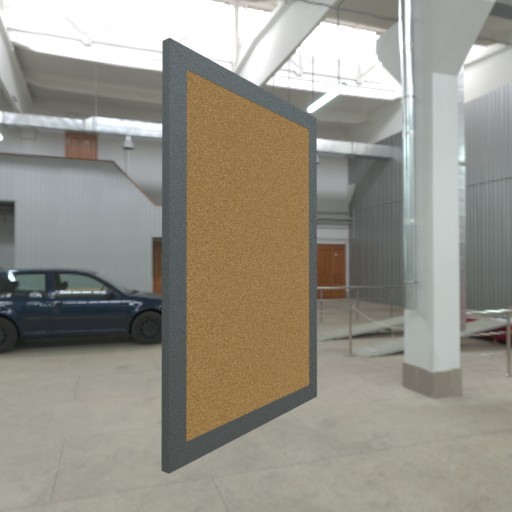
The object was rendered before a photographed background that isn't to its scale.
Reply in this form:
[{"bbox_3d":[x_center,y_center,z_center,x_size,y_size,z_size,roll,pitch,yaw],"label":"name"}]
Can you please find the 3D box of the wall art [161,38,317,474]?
[{"bbox_3d":[0.000,0.000,0.699,0.013,0.534,0.380,0,-1,36],"label":"wall art"}]
